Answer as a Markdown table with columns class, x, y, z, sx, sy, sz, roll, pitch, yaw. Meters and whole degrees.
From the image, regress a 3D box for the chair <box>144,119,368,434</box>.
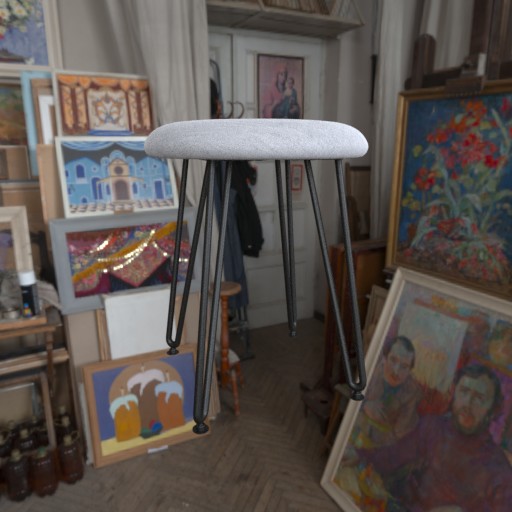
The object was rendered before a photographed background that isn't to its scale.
| class | x | y | z | sx | sy | sz | roll | pitch | yaw |
| --- | --- | --- | --- | --- | --- | --- | --- | --- | --- |
| chair | 0.000 | 0.000 | 0.665 | 0.350 | 0.386 | 0.350 | 7 | 15 | 25 |
